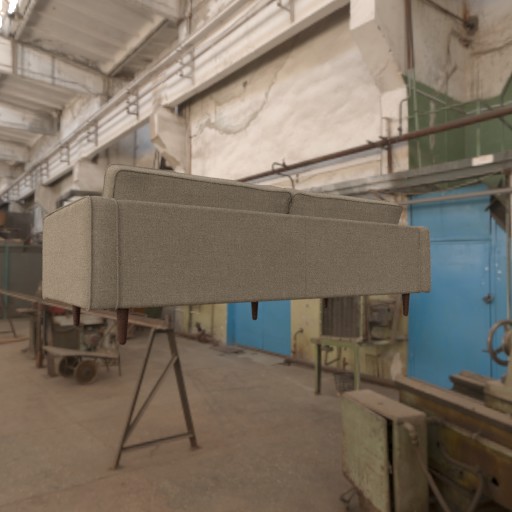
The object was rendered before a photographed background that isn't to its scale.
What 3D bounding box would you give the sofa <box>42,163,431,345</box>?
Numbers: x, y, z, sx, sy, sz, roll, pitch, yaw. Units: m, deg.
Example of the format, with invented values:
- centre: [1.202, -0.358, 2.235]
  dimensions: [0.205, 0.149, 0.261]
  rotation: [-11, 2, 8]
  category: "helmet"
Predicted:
- centre: [0.000, 0.000, 2.640]
  dimensions: [2.211, 0.762, 0.914]
  rotation: [1, -2, -36]
  category: "sofa"
